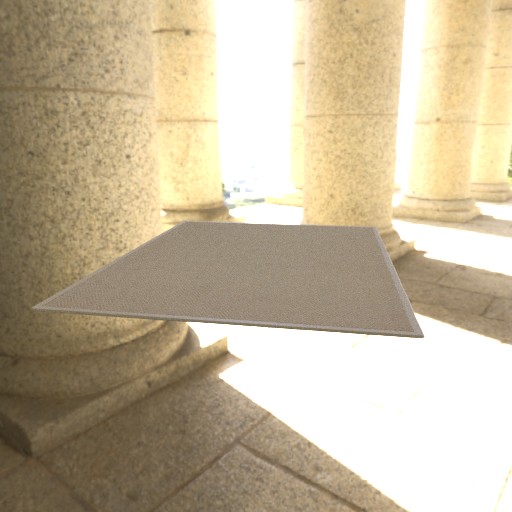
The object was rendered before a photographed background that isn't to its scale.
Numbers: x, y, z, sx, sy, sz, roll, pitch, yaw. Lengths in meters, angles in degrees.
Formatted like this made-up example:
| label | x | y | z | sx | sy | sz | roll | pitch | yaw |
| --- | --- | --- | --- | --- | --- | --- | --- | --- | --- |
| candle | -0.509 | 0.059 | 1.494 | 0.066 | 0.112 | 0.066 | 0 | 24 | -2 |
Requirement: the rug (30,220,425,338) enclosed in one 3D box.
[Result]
| label | x | y | z | sx | sy | sz | roll | pitch | yaw |
| --- | --- | --- | --- | --- | --- | --- | --- | --- | --- |
| rug | 0.000 | 0.000 | 4.066 | 2.407 | 0.020 | 3.051 | 3 | 15 | 9 |
